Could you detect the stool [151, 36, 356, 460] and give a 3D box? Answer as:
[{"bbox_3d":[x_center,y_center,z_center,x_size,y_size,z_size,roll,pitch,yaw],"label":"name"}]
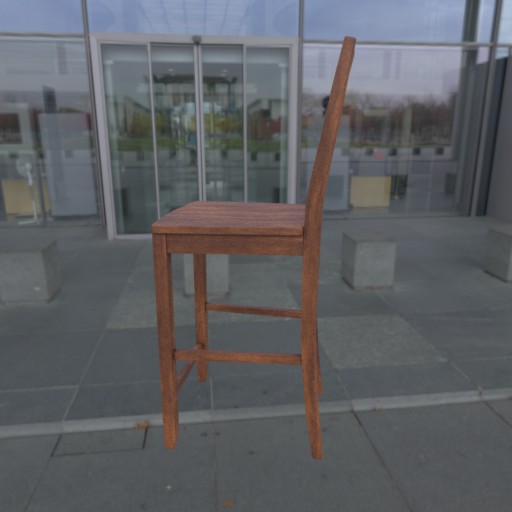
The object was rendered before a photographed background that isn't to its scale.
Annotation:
[{"bbox_3d":[0.000,0.000,1.311,0.504,1.098,0.426,2,16,8],"label":"stool"}]
